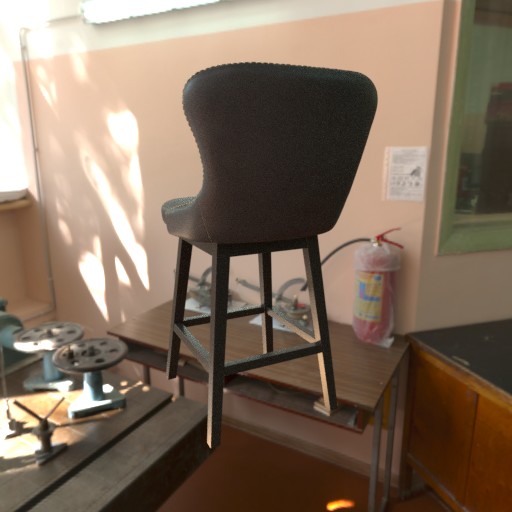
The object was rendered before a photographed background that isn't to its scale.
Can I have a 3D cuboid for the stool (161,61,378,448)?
[{"bbox_3d":[0.000,0.000,1.317,0.528,0.971,0.593,-7,15,-26],"label":"stool"}]
